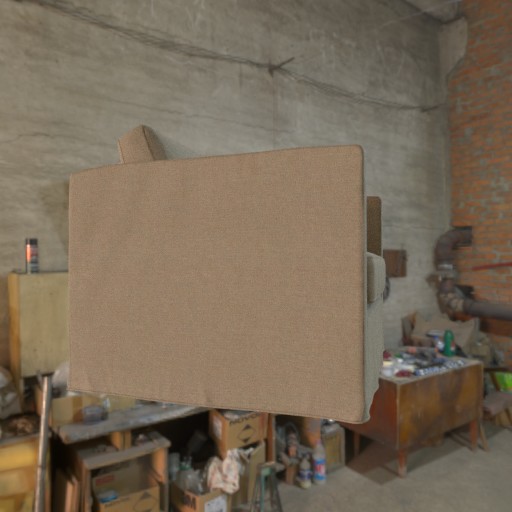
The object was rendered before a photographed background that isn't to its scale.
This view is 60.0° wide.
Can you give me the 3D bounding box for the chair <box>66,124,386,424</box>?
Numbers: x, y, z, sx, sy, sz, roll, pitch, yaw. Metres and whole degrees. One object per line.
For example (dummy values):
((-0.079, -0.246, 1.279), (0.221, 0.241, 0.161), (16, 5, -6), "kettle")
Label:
((0.000, 0.000, 1.739), (0.949, 0.863, 1.057), (0, -1, 18), "chair")
